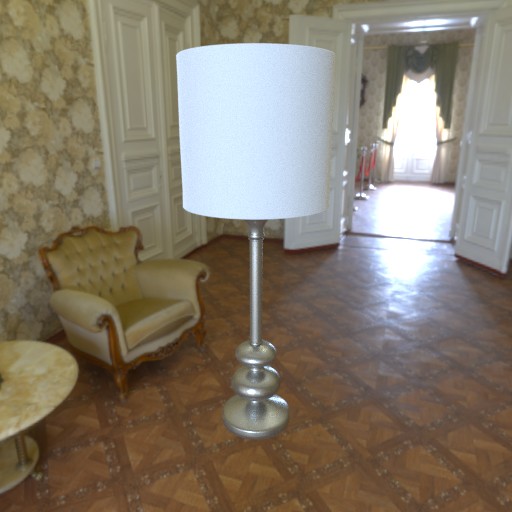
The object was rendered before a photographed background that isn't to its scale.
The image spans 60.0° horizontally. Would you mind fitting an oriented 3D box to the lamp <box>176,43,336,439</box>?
[{"bbox_3d":[0.000,0.000,0.807,0.254,0.690,0.254,-8,18,-26],"label":"lamp"}]
